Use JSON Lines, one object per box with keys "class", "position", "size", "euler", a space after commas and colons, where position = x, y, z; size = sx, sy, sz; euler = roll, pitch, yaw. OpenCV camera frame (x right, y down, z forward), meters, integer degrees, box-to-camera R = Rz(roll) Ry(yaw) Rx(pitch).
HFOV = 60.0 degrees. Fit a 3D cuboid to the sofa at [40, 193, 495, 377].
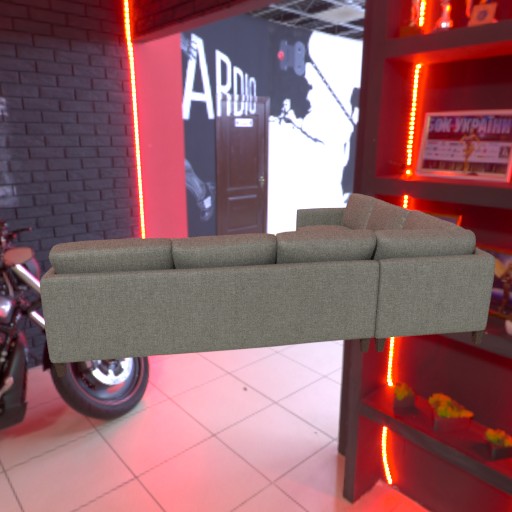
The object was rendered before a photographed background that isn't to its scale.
{"class": "sofa", "position": [0.000, 0.000, 4.355], "size": [3.302, 0.947, 2.593], "euler": [-2, 15, -9]}
